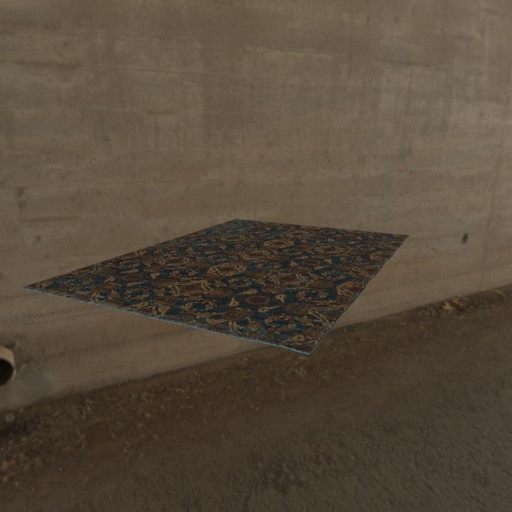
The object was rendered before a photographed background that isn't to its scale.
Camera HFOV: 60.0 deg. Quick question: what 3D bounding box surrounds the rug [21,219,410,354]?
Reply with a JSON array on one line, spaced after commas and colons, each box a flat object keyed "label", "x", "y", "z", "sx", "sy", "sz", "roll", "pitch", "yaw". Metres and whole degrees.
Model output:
[{"label": "rug", "x": 0.000, "y": 0.000, "z": 4.276, "sx": 2.337, "sy": 0.013, "sz": 3.291, "roll": 8, "pitch": 17, "yaw": 26}]
